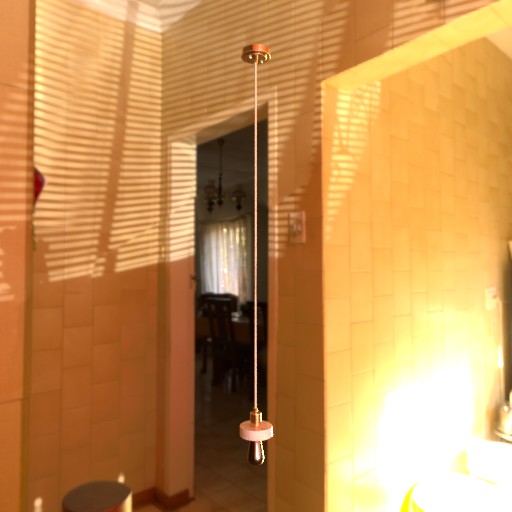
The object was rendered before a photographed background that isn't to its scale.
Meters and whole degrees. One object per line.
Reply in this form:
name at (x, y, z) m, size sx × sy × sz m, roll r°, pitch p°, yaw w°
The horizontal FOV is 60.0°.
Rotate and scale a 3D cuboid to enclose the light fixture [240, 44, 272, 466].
light fixture at (0.000, 0.000, 1.787) m, size 0.129 × 1.669 × 0.129 m, roll -1°, pitch -2°, yaw 18°
